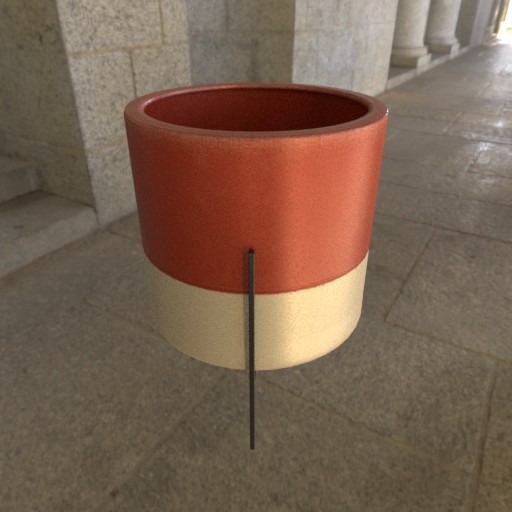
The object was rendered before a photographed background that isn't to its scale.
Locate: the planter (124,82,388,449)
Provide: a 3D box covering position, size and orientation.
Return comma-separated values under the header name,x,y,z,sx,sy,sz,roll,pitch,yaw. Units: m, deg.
name,x,y,z,sx,sy,sz,roll,pitch,yaw
planter,0.000,0.000,0.700,0.345,0.465,0.354,1,30,2
